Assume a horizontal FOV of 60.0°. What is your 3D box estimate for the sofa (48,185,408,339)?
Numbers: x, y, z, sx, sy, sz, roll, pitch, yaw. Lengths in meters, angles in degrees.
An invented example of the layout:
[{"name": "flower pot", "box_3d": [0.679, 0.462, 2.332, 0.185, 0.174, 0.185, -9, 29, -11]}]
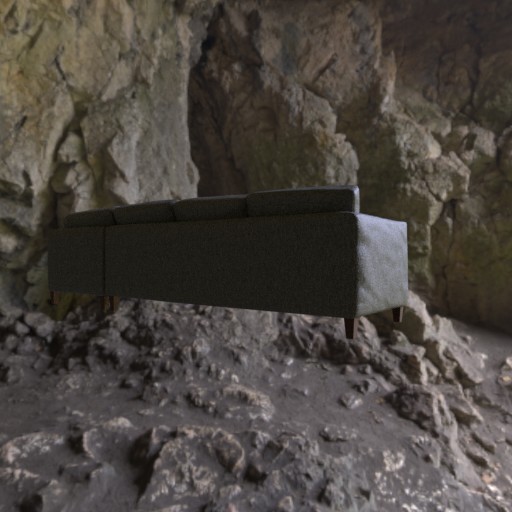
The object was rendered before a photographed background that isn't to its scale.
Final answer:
[{"name": "sofa", "box_3d": [0.000, 0.000, 4.455, 3.302, 0.947, 2.593, 0, 0, 36]}]
